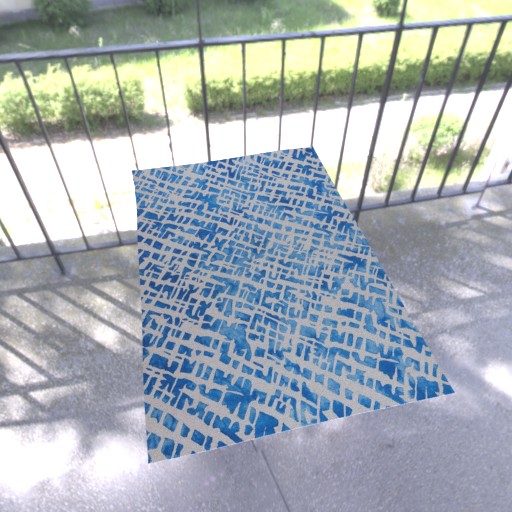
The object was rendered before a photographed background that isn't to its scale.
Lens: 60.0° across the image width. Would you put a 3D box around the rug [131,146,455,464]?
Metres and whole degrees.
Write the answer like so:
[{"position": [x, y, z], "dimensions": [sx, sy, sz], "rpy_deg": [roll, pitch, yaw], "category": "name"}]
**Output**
[{"position": [0.000, 0.000, 2.291], "dimensions": [1.209, 0.011, 1.830], "rpy_deg": [-9, 47, -9], "category": "rug"}]
